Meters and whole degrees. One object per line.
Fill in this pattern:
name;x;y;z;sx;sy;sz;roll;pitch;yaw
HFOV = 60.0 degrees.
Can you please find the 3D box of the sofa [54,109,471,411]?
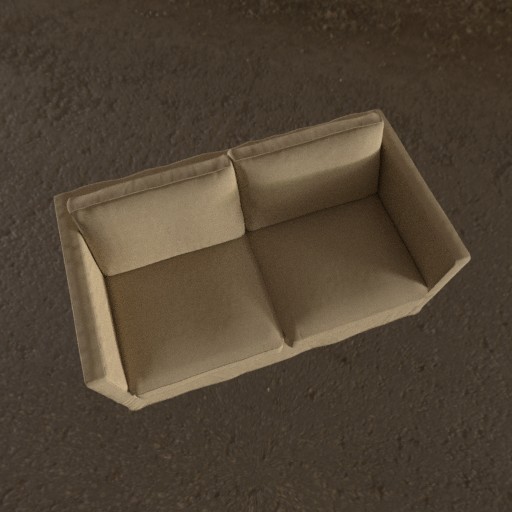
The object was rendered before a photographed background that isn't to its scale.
sofa;0.000;0.000;2.251;1.719;0.835;0.962;-17;65;-8
